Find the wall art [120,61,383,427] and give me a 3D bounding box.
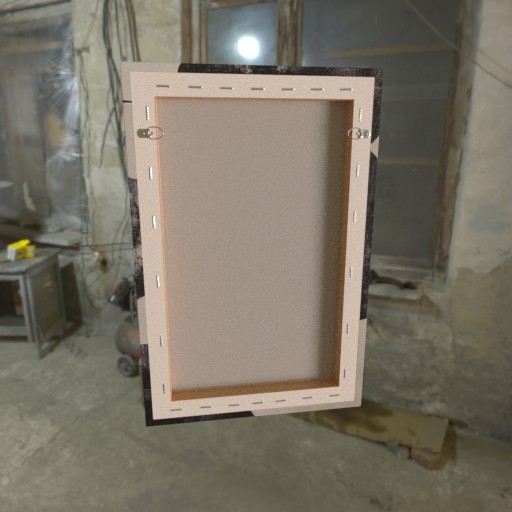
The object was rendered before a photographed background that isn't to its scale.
[{"bbox_3d":[0.000,0.000,0.769,0.407,0.610,0.039,-2,15,-9],"label":"wall art"}]
